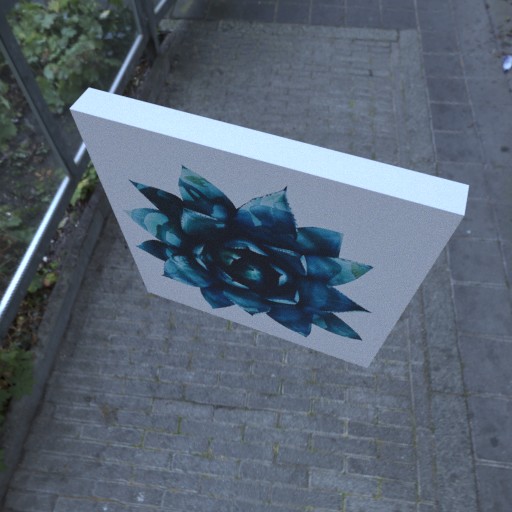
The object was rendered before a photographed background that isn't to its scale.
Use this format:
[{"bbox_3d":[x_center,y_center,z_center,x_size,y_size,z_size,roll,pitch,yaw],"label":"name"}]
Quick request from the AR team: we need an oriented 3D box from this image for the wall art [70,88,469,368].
[{"bbox_3d":[0.000,0.000,0.609,0.406,0.406,0.038,17,59,11],"label":"wall art"}]
